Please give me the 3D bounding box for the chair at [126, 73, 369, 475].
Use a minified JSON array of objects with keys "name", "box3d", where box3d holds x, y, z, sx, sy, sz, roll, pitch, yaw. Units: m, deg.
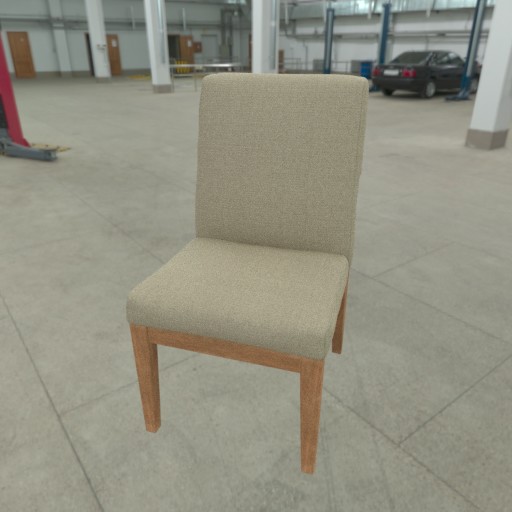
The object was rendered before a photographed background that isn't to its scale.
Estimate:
[{"name":"chair","box3d":[0.000,0.000,1.228,0.507,0.911,0.586,8,26,16]}]
